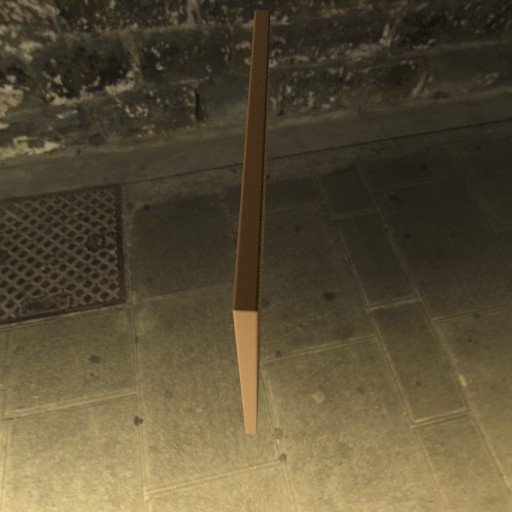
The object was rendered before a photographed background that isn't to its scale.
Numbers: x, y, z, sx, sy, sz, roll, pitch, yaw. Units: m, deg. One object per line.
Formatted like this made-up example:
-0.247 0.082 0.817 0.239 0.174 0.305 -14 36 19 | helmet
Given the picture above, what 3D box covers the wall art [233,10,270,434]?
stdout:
0.000 0.000 0.719 0.021 0.550 0.449 2 58 1 | wall art
